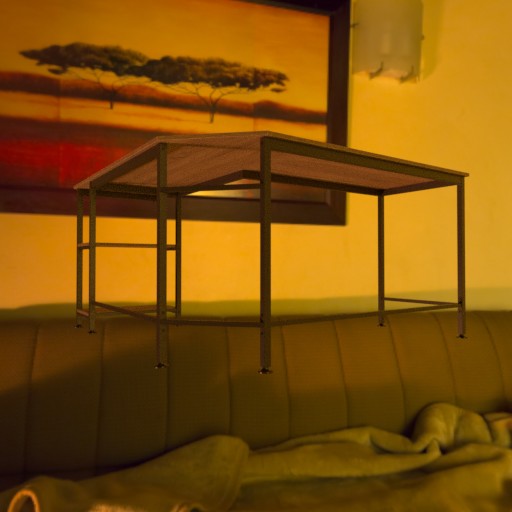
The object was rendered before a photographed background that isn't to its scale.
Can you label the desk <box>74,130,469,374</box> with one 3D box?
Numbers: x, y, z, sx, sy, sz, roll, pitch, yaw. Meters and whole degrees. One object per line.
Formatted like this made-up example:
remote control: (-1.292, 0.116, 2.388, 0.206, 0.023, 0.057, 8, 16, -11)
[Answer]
desk: (0.000, 0.000, 2.159, 1.379, 0.739, 1.379, 1, -1, -35)
